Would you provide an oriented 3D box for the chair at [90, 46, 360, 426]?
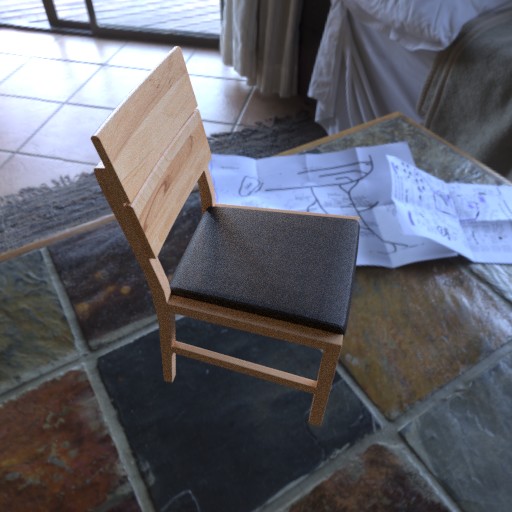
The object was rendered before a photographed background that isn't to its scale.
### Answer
[{"bbox_3d":[0.000,0.000,1.261,0.560,0.950,0.475,10,48,10],"label":"chair"}]
